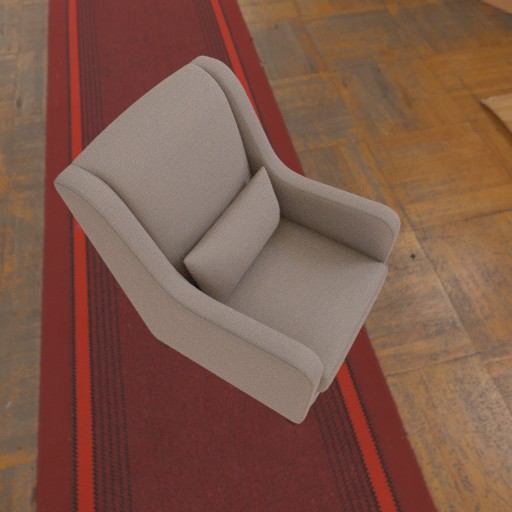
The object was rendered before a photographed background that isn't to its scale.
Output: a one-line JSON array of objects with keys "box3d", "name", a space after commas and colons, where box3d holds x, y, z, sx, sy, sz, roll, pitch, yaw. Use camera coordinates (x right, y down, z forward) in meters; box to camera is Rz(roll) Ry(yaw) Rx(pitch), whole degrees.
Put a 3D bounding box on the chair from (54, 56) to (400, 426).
[{"box3d": [0.000, 0.000, 1.643, 0.896, 1.017, 0.715, 27, 61, 17], "name": "chair"}]
